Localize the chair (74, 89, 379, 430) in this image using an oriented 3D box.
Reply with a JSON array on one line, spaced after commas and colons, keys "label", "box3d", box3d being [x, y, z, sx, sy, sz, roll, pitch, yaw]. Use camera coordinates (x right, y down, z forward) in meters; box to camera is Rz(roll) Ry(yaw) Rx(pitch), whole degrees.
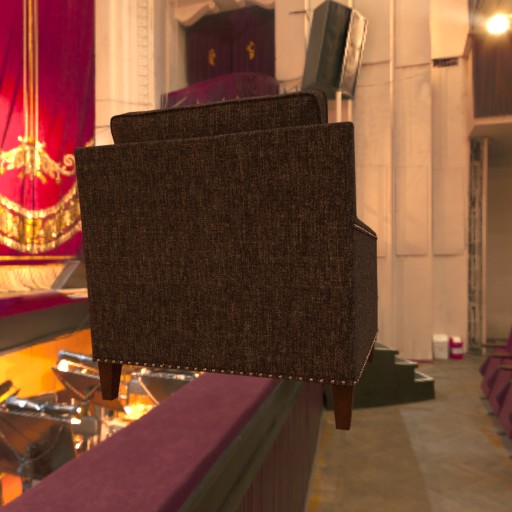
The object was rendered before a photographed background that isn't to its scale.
[{"label": "chair", "box3d": [0.000, 0.000, 1.694, 0.853, 0.943, 1.014, 0, 0, 19]}]
